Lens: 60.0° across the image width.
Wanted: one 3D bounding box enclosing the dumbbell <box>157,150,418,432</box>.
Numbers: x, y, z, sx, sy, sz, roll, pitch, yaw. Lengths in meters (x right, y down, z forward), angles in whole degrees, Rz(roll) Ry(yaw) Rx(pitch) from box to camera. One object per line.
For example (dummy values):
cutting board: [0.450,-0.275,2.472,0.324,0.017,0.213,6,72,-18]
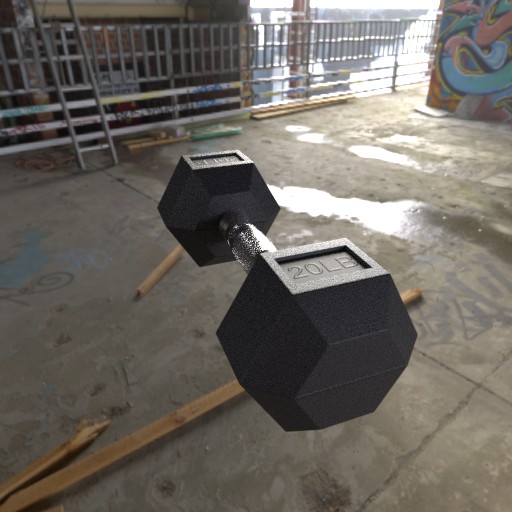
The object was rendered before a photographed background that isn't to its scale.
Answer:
dumbbell: [0.000,0.000,0.360,0.116,0.101,0.297,-10,31,-18]
